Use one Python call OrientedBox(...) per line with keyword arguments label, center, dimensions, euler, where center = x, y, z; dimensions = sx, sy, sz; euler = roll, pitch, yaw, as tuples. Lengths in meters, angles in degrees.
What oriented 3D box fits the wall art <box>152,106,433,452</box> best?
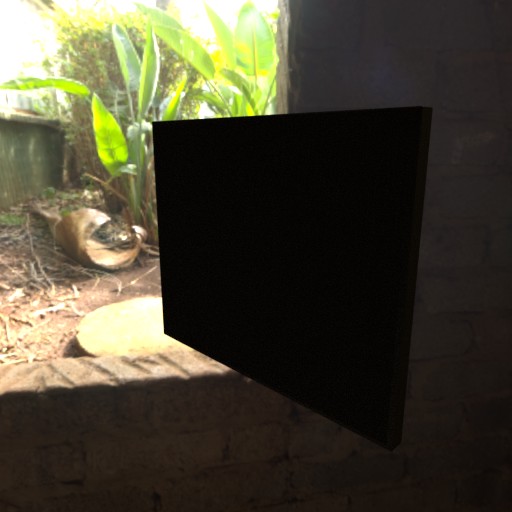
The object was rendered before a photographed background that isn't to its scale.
OrientedBox(label="wall art", center=(0.000, 0.000, 0.760), dimensions=(0.559, 0.458, 0.029), euler=(14, 20, 43))
